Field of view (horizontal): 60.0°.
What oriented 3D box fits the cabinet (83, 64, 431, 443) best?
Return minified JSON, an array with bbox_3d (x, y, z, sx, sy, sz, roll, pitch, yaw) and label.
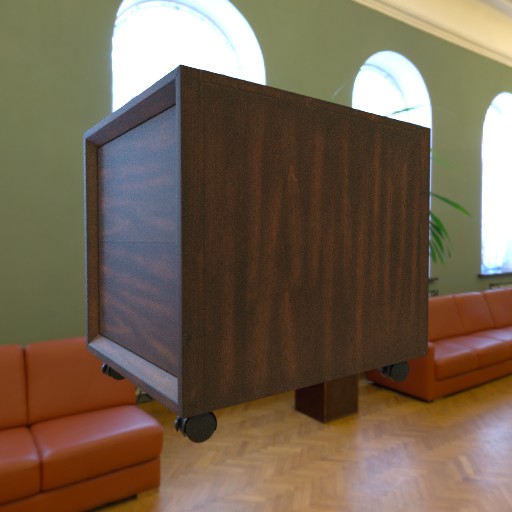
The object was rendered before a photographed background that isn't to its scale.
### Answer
[{"bbox_3d":[0.000,0.000,0.815,0.500,0.455,0.402,-1,2,-36],"label":"cabinet"}]
